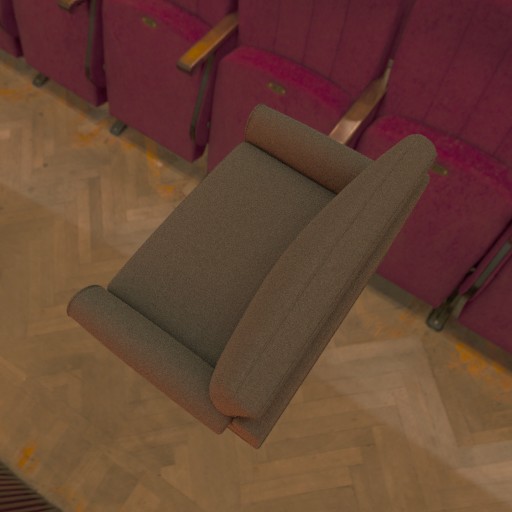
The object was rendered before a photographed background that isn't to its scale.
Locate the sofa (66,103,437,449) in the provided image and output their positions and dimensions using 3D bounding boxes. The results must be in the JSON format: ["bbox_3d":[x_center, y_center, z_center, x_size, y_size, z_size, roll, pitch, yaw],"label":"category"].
[{"bbox_3d":[0.000,0.000,2.016,0.940,0.953,1.410,33,68,15],"label":"sofa"}]
